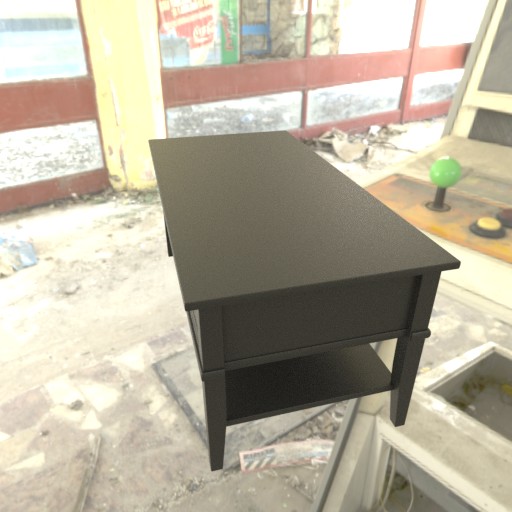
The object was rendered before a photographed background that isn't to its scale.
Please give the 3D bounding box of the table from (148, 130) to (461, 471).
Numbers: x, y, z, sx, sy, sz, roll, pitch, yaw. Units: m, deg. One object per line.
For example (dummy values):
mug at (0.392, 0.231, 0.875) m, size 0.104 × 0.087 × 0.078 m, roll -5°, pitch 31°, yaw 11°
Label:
table at (0.000, 0.000, 1.332) m, size 0.523 × 0.470 × 1.044 m, roll -8°, pitch 30°, yaw -13°
